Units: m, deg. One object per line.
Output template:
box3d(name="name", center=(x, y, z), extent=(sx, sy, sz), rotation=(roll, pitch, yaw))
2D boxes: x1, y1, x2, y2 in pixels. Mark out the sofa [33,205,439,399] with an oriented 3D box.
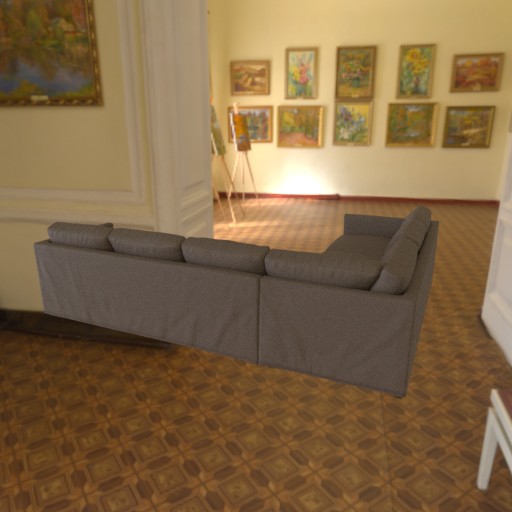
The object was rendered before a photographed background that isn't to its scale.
box3d(name="sofa", center=(0.000, 0.000, 4.349), extent=(3.182, 0.871, 2.432), rotation=(8, 19, 23))
